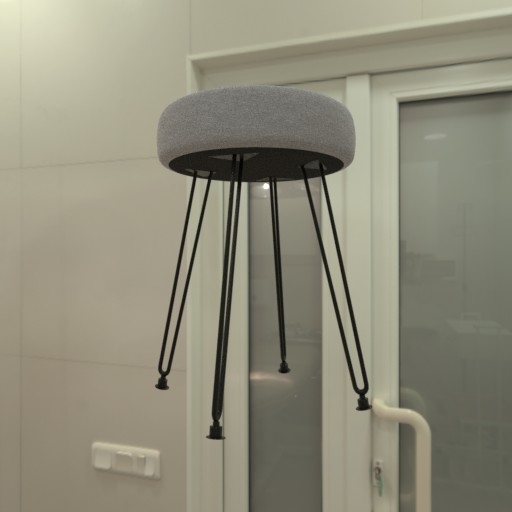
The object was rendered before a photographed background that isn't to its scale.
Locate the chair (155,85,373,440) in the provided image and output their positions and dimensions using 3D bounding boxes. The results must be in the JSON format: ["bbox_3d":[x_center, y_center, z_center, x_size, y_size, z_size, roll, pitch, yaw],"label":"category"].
[{"bbox_3d":[0.000,0.000,0.686,0.350,0.440,0.350,0,0,18],"label":"chair"}]
